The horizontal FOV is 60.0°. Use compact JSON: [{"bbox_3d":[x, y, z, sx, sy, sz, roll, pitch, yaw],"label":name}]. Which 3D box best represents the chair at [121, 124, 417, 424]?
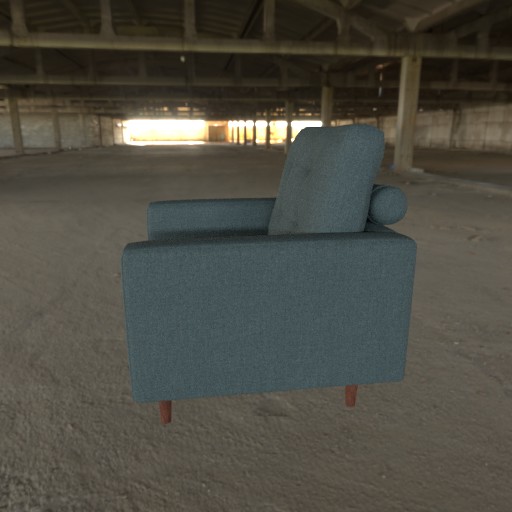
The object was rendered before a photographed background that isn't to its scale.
[{"bbox_3d":[0.000,0.000,1.555,0.843,0.880,0.821,-2,16,-8],"label":"chair"}]
